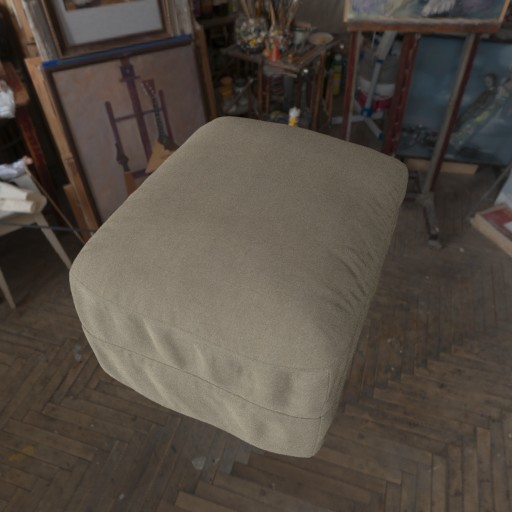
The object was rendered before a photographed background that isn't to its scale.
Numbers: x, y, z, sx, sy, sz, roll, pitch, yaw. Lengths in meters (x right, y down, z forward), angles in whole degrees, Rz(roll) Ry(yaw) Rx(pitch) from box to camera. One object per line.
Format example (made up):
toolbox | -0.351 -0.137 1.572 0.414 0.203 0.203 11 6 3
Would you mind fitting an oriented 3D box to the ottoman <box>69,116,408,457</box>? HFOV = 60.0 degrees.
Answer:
ottoman | 0.000 0.000 1.081 0.584 0.480 0.712 17 49 16
